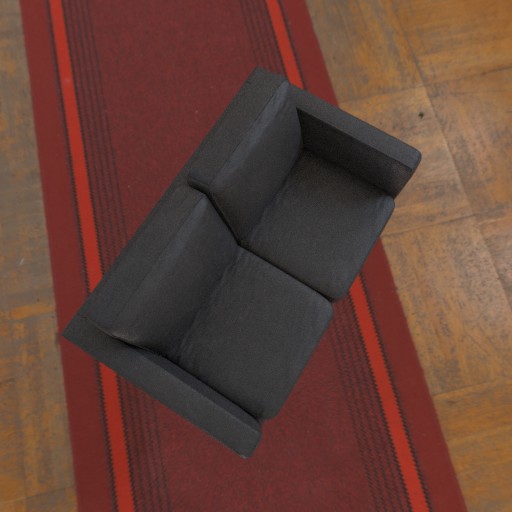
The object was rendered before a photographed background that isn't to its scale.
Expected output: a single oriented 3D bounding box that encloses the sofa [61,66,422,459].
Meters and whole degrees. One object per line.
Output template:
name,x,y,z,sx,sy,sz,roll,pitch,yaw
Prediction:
sofa,0.000,0.000,2.011,0.879,0.899,1.430,31,76,8
